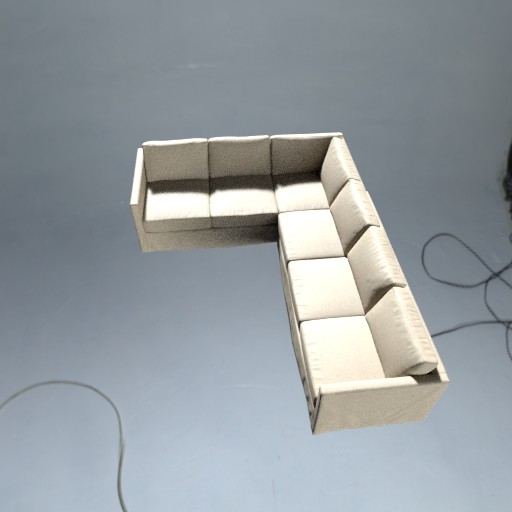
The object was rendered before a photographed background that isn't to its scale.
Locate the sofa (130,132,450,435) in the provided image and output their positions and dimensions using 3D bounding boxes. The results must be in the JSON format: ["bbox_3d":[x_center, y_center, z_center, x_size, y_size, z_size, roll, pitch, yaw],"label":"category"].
[{"bbox_3d":[0.000,0.000,4.277,2.432,0.871,3.182,-4,47,-4],"label":"sofa"}]
